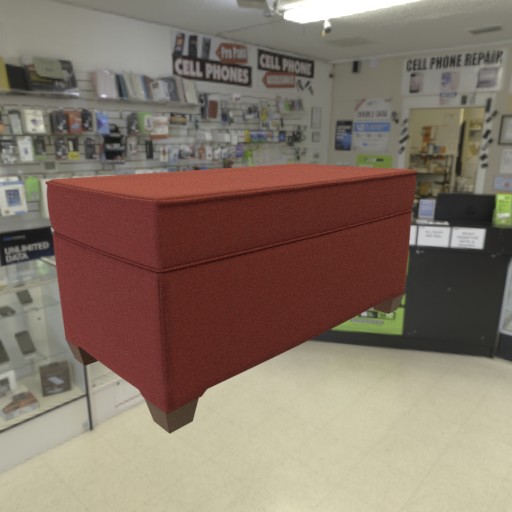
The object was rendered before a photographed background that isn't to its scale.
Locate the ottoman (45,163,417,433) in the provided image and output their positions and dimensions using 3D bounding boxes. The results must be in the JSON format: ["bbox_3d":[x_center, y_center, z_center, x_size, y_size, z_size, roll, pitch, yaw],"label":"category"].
[{"bbox_3d":[0.000,0.000,1.239,0.497,0.454,0.948,15,21,43],"label":"ottoman"}]
